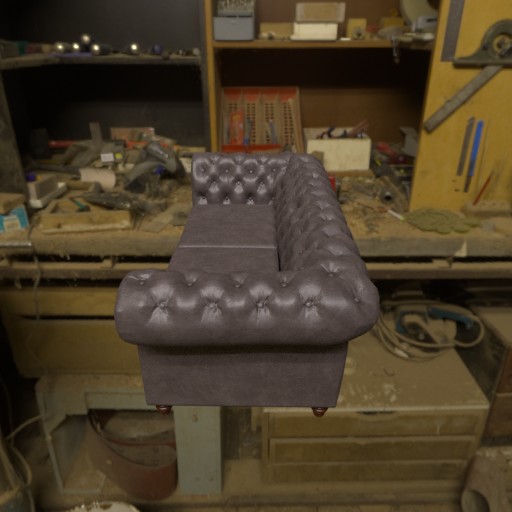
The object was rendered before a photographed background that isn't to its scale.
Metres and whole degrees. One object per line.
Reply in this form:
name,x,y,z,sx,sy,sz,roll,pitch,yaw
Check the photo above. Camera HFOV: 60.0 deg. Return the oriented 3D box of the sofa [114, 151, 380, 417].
sofa,0.000,0.000,2.518,0.944,0.779,2.048,0,27,1
